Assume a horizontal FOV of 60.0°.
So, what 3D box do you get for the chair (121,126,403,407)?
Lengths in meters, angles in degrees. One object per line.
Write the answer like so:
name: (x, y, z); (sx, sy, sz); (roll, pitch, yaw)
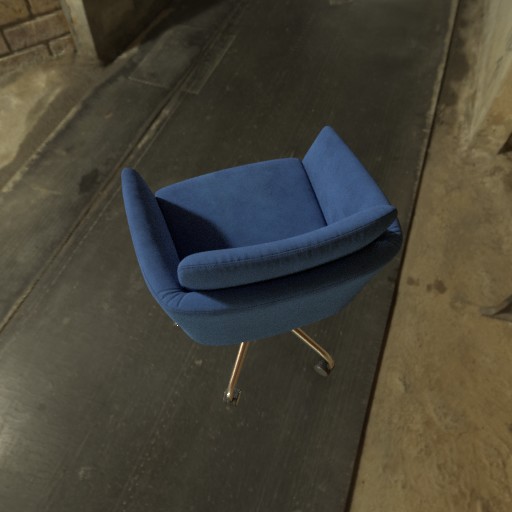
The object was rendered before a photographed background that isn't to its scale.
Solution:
chair: (0.000, 0.000, 1.338); (0.641, 0.908, 0.635); (-15, 59, -9)
